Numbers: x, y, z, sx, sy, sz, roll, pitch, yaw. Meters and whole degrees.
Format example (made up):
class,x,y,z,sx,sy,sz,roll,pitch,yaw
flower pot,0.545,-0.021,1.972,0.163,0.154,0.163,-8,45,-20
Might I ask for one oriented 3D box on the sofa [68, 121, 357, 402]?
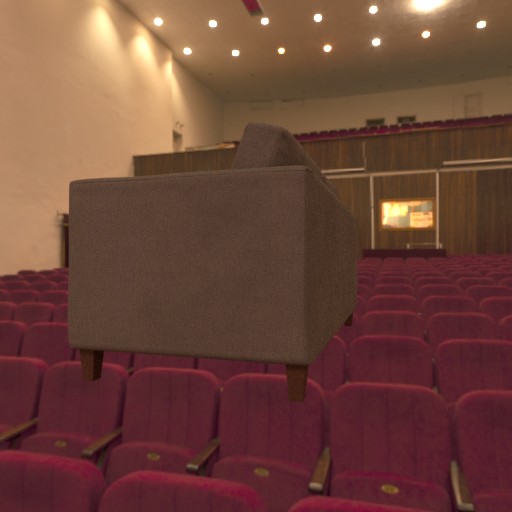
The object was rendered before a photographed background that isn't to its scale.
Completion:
class,x,y,z,sx,sy,sz,roll,pitch,yaw
sofa,0.000,0.000,2.407,0.950,0.963,1.884,0,0,17
